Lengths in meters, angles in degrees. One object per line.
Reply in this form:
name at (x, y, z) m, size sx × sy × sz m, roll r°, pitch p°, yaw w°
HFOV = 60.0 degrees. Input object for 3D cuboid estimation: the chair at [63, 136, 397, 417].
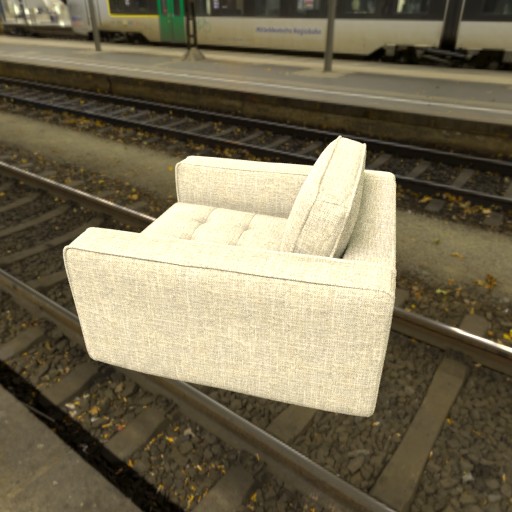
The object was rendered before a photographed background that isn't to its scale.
chair at (0.000, 0.000, 1.580) m, size 0.914 × 0.765 × 0.889 m, roll 8°, pitch 30°, yaw 13°
